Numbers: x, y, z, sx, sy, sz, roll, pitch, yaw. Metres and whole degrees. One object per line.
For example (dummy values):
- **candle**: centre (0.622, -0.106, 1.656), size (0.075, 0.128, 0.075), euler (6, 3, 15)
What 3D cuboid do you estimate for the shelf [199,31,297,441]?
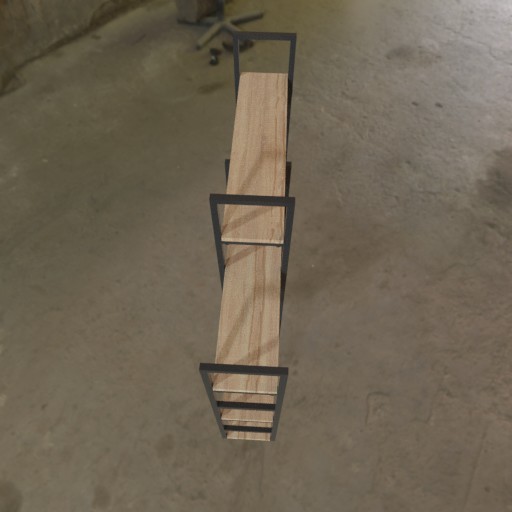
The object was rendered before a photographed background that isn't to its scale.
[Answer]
- **shelf**: centre (0.000, 0.000, 1.409), size (0.183, 0.921, 0.946), euler (3, 58, 2)
